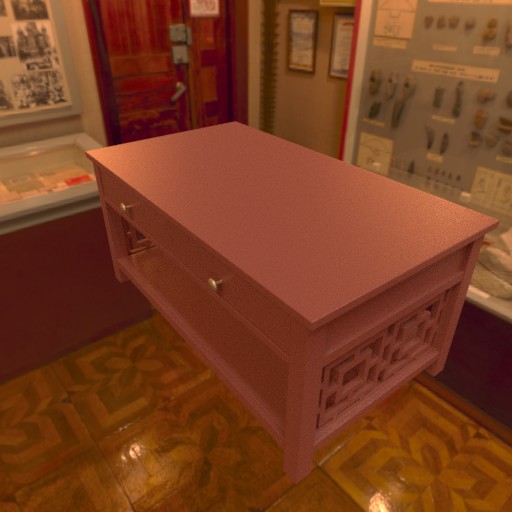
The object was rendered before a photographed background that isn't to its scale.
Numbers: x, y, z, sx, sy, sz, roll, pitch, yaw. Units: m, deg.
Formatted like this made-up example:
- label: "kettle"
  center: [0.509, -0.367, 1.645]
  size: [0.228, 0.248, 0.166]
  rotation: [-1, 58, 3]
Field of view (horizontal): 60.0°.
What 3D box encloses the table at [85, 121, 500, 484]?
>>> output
- label: "table"
  center: [0.000, 0.000, 1.363]
  size: [0.612, 0.493, 1.068]
  rotation: [-22, 38, -31]
